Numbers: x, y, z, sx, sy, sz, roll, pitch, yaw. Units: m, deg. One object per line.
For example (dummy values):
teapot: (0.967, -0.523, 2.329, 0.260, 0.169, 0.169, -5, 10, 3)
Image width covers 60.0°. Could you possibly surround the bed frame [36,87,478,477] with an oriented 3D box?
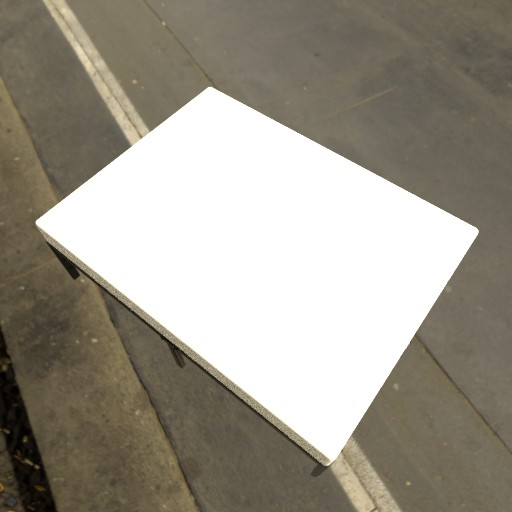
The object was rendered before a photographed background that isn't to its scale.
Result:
bed frame: (0.000, 0.000, 2.801, 2.072, 0.659, 1.557, 34, 64, 19)
